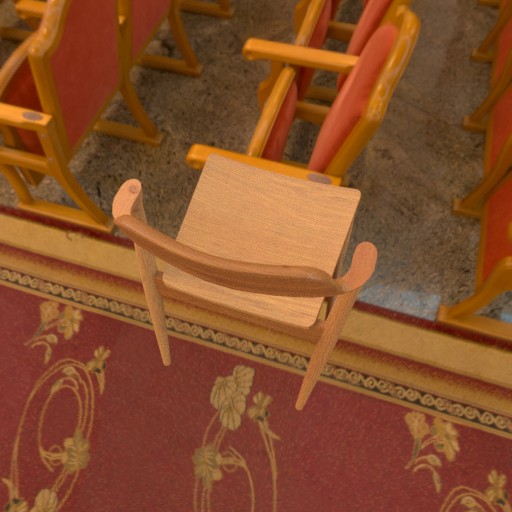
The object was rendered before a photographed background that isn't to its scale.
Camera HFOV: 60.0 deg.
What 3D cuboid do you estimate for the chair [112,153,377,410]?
[{"bbox_3d":[0.000,0.000,1.116,0.512,0.792,0.499,16,62,9],"label":"chair"}]
